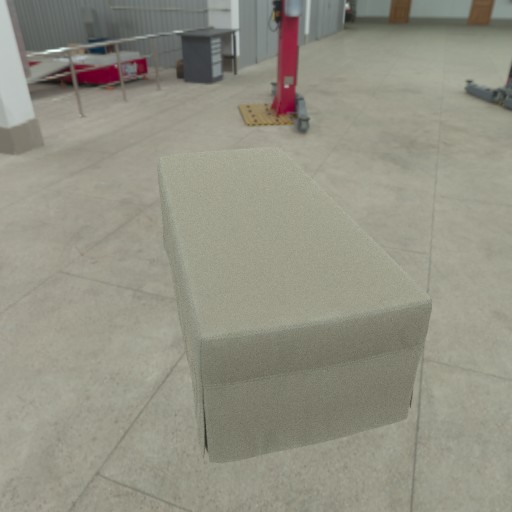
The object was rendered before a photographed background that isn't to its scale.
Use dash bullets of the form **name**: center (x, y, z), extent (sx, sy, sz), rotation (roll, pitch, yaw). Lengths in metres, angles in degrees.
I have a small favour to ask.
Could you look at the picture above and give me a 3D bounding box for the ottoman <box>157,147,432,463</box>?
- **ottoman**: center (0.000, 0.000, 1.732), extent (0.665, 0.457, 1.388), rotation (-8, 32, -13)
